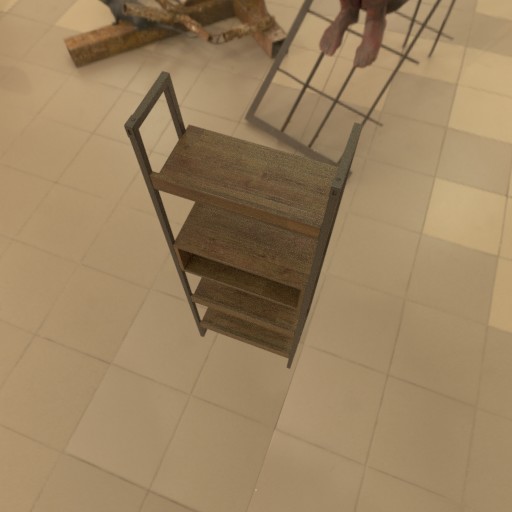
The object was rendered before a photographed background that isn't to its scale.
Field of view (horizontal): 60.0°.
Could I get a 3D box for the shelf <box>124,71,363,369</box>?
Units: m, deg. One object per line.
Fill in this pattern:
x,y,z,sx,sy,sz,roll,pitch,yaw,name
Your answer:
0.000,0.000,2.218,0.652,2.005,0.454,18,64,9,shelf
